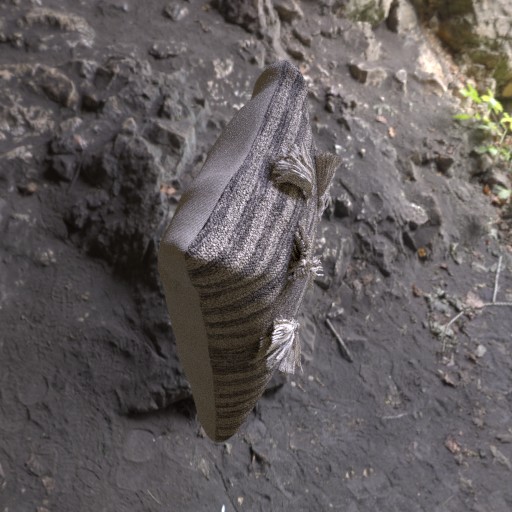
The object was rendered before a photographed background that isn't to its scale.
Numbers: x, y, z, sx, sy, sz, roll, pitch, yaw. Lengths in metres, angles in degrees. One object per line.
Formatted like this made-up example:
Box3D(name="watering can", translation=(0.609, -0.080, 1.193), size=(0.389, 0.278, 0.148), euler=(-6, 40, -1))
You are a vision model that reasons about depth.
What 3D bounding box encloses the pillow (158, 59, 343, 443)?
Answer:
Box3D(name="pillow", translation=(0.000, 0.000, 0.768), size=(0.234, 0.490, 0.484), euler=(11, 48, 10))
